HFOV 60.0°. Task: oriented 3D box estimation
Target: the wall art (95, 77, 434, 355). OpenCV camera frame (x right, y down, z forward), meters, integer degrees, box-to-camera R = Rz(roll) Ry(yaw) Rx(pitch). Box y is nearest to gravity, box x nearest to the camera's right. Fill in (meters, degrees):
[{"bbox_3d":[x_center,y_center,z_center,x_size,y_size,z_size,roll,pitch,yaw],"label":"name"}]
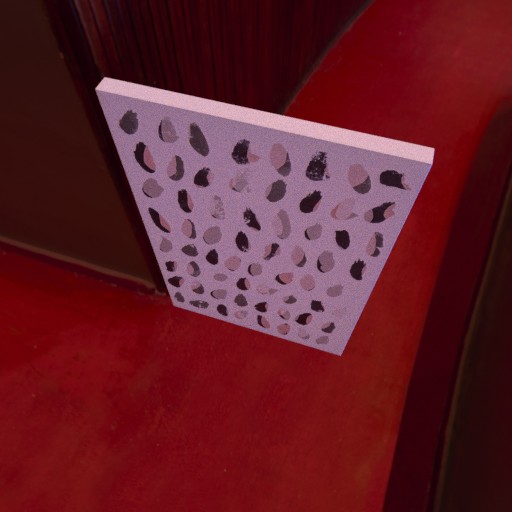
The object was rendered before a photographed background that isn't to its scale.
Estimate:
[{"bbox_3d":[0.000,0.000,1.162,0.610,0.916,0.037,15,59,9],"label":"wall art"}]
